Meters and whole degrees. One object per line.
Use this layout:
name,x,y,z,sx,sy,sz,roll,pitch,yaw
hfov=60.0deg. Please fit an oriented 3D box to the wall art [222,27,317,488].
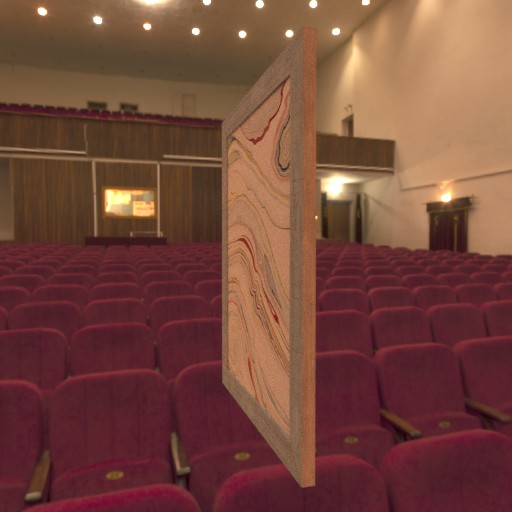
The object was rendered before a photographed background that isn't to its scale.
wall art,0.000,0.000,0.822,0.020,0.613,0.481,0,1,-17
